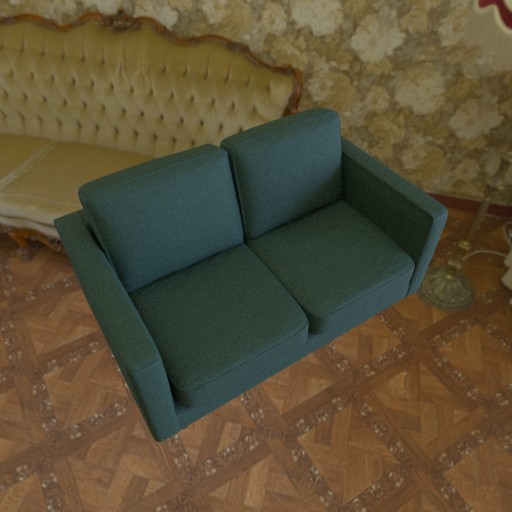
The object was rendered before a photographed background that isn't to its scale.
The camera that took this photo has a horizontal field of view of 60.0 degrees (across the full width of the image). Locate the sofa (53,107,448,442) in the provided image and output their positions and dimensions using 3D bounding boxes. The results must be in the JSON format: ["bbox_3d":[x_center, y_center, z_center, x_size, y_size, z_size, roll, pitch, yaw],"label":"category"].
[{"bbox_3d":[0.000,0.000,1.998,1.430,0.899,0.879,-25,51,-22],"label":"sofa"}]
